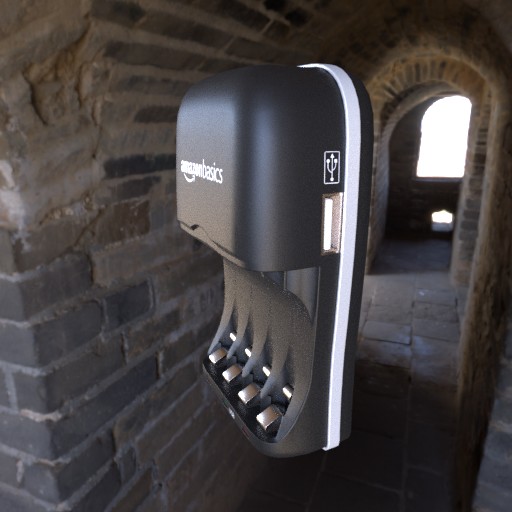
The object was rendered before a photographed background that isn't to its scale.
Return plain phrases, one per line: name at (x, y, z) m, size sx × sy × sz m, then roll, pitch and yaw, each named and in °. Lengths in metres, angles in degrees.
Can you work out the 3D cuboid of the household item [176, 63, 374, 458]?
household item at (0.000, 0.000, 0.145) m, size 0.038 × 0.114 × 0.070 m, roll -8°, pitch 18°, yaw -25°
